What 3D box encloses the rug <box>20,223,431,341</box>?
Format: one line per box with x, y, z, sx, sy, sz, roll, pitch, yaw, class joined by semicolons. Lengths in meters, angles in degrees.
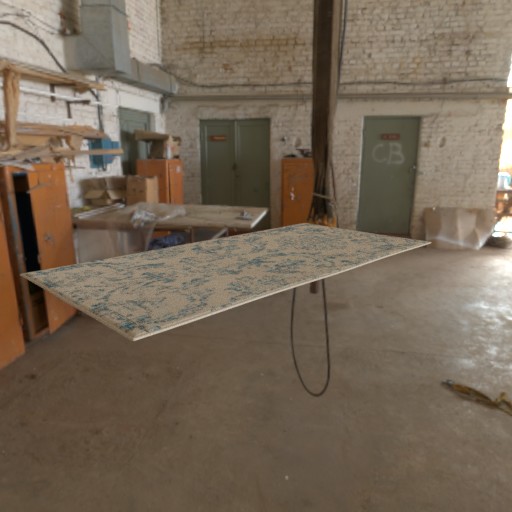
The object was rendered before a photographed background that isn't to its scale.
0.000;0.000;1.418;1.220;0.007;0.605;-13;19;-43;rug
